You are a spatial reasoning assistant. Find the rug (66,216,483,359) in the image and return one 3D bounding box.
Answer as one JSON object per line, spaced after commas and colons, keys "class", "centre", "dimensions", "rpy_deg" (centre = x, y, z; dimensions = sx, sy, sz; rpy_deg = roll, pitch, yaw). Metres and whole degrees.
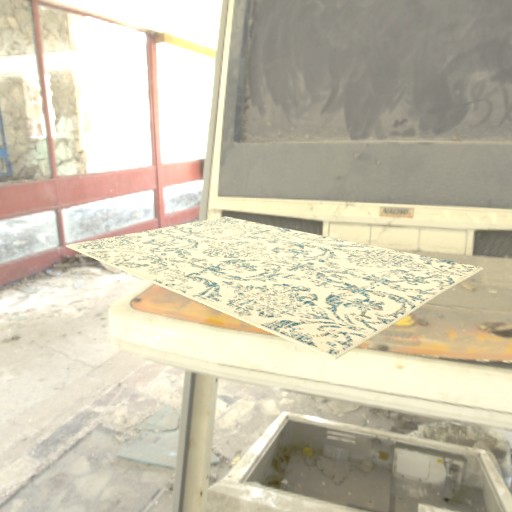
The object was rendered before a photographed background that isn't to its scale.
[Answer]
{"class": "rug", "centre": [0.000, 0.000, 2.302], "dimensions": [1.831, 0.012, 1.213], "rpy_deg": [15, 22, 42]}
